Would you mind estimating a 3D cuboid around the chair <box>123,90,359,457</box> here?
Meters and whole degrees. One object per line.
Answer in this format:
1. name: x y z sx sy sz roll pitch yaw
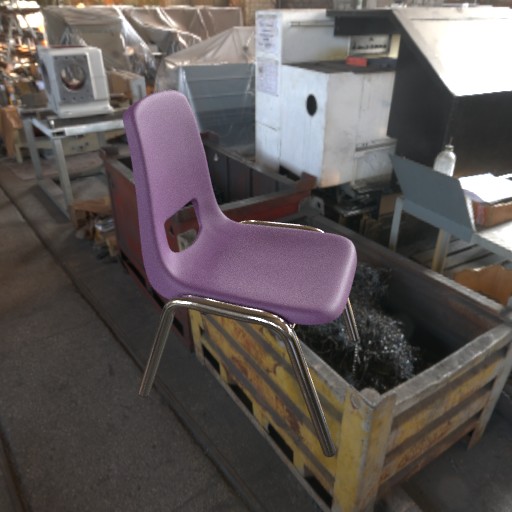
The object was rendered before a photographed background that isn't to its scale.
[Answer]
1. chair: 0.000 0.000 0.862 0.419 0.584 0.356 9 31 16
